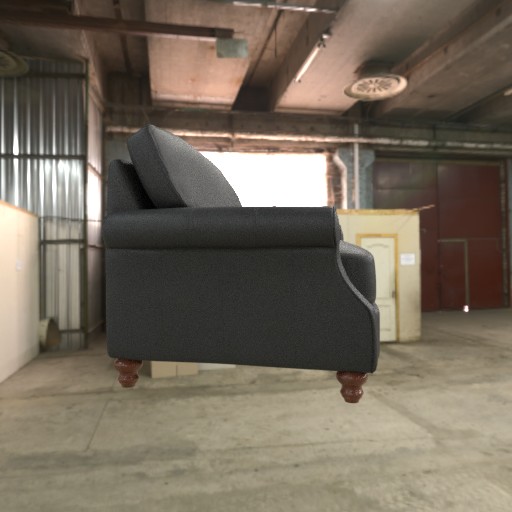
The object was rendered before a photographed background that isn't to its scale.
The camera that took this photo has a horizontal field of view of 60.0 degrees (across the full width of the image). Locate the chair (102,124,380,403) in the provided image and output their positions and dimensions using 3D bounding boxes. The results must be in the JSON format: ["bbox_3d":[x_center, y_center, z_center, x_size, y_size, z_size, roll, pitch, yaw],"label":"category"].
[{"bbox_3d":[0.000,0.000,1.893,1.027,0.960,1.015,0,0,17],"label":"chair"}]
